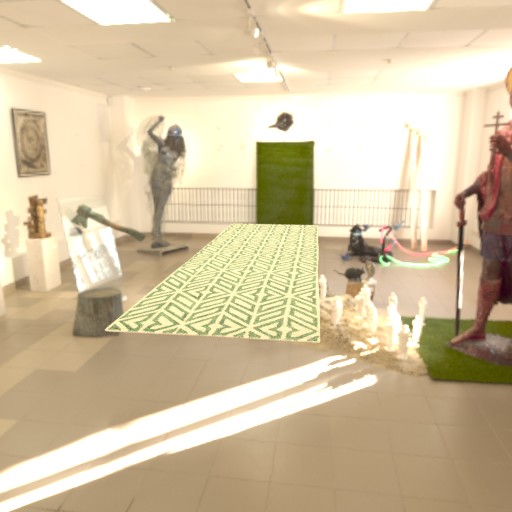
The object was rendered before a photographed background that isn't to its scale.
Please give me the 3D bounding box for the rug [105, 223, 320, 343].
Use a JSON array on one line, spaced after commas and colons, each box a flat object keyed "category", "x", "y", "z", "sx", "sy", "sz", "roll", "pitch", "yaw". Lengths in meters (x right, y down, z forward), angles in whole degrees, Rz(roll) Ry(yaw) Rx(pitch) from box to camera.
[{"category": "rug", "x": 0.000, "y": 0.000, "z": 2.681, "sx": 0.750, "sy": 0.009, "sz": 2.435, "roll": 2, "pitch": 13, "yaw": 7}]
